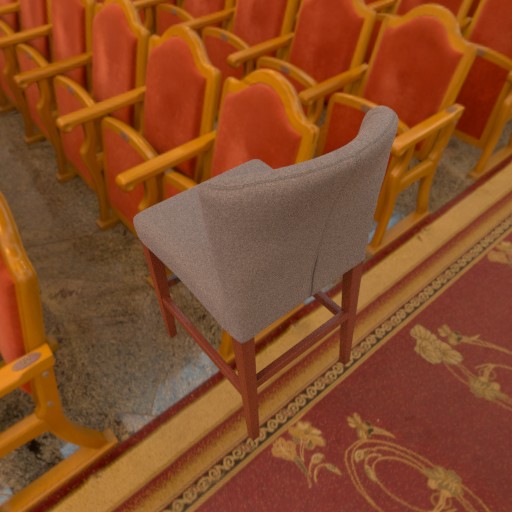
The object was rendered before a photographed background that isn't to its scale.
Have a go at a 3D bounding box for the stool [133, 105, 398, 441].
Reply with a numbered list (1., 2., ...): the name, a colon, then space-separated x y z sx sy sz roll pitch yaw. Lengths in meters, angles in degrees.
1. stool: 0.000 0.000 1.266 0.481 0.968 0.568 -31 54 -26
